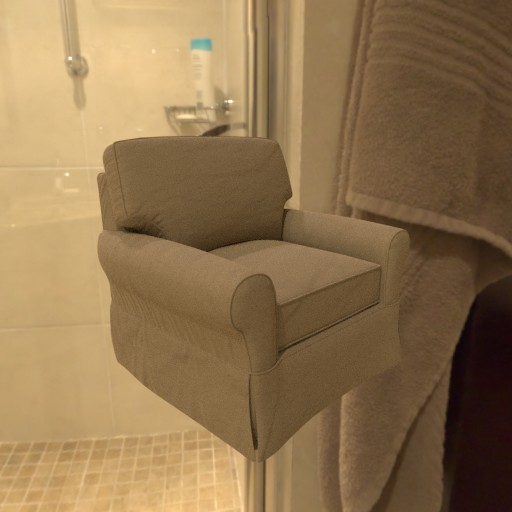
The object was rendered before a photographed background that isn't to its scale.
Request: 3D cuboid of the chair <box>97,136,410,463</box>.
[{"bbox_3d":[0.000,0.000,1.943,0.988,1.017,1.135,14,21,43],"label":"chair"}]
